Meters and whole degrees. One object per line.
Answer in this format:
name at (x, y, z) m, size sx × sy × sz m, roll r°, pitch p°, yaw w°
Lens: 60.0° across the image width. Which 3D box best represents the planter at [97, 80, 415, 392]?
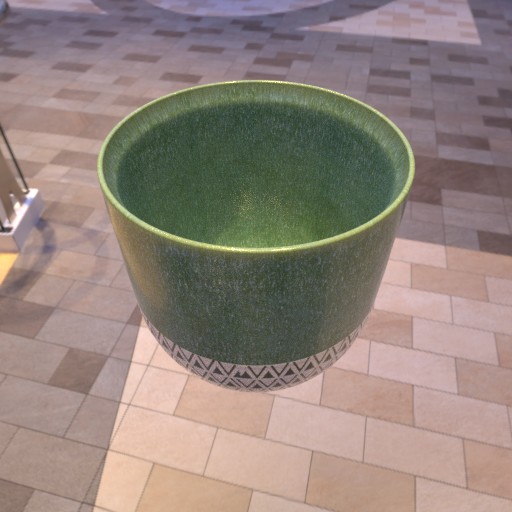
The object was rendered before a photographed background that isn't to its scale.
planter at (0.000, 0.000, 0.475) m, size 0.266 × 0.270 × 0.266 m, roll 0°, pitch 45°, yaw 0°
